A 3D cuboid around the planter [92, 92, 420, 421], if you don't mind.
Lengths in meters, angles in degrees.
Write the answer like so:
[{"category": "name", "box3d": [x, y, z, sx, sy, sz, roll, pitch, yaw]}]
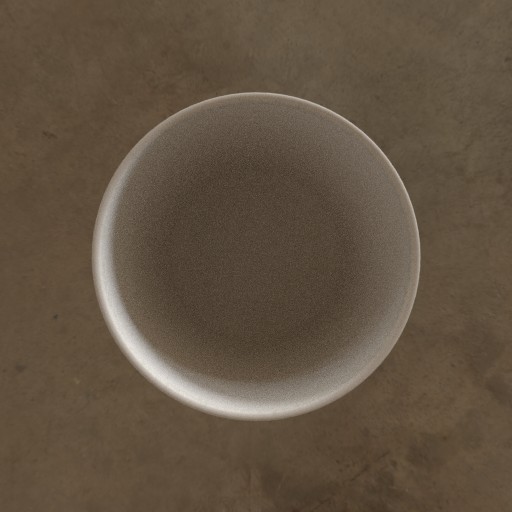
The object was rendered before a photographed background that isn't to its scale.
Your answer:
[{"category": "planter", "box3d": [0.000, 0.000, 0.790, 0.440, 0.398, 0.440, 0, 91, 0]}]
